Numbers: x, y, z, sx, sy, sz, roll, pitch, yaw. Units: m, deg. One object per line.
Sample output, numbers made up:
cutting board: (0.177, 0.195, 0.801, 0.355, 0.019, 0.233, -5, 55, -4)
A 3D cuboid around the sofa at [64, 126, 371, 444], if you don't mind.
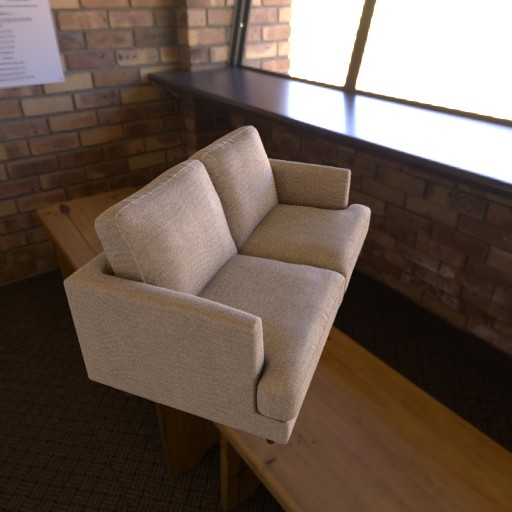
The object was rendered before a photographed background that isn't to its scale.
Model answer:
sofa: (0.000, 0.000, 2.187, 0.903, 0.944, 1.582, 11, 33, 18)
